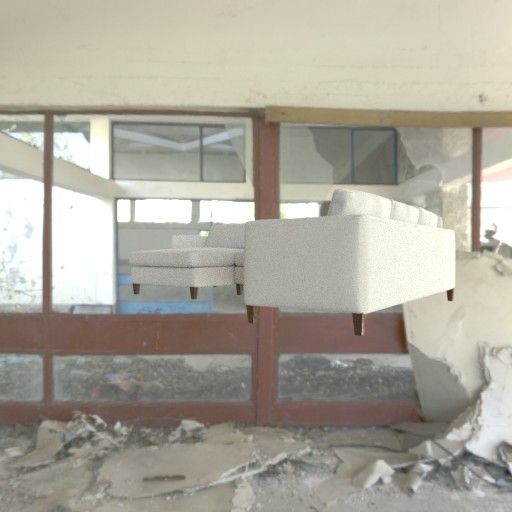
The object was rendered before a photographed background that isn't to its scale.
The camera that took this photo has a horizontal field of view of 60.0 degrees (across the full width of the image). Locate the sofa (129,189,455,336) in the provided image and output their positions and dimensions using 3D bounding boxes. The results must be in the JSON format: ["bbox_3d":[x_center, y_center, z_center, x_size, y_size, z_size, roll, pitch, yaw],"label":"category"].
[{"bbox_3d":[0.000,0.000,4.711,3.459,0.956,2.593,0,0,36],"label":"sofa"}]
